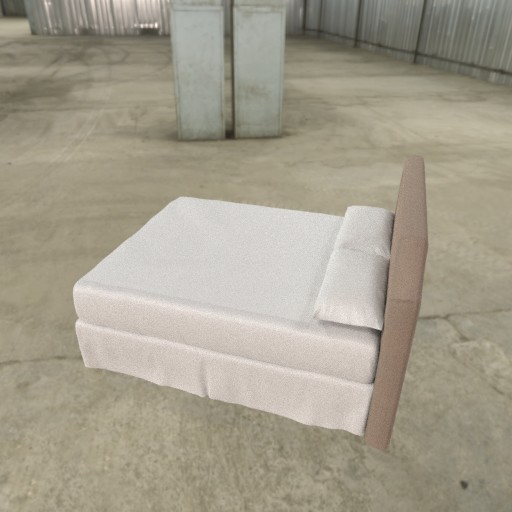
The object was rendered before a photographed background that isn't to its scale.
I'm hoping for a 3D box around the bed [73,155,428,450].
[{"bbox_3d":[0.000,0.000,3.267,2.164,1.303,1.828,9,31,15],"label":"bed"}]
